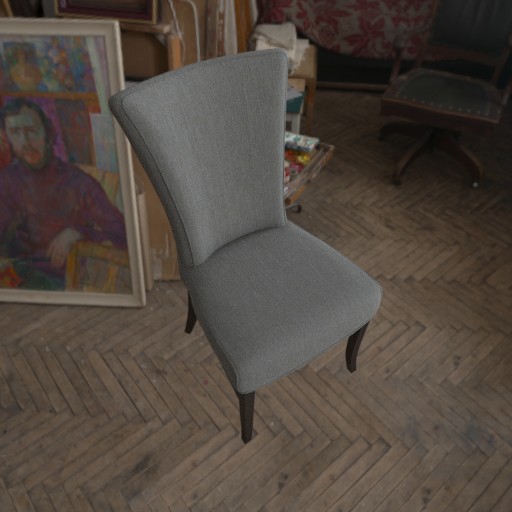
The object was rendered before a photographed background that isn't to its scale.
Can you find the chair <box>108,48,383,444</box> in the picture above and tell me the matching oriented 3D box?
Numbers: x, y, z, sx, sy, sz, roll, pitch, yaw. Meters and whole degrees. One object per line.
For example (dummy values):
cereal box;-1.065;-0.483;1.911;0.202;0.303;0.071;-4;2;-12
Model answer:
chair;0.000;0.000;1.364;0.520;0.991;0.660;-26;53;-22
